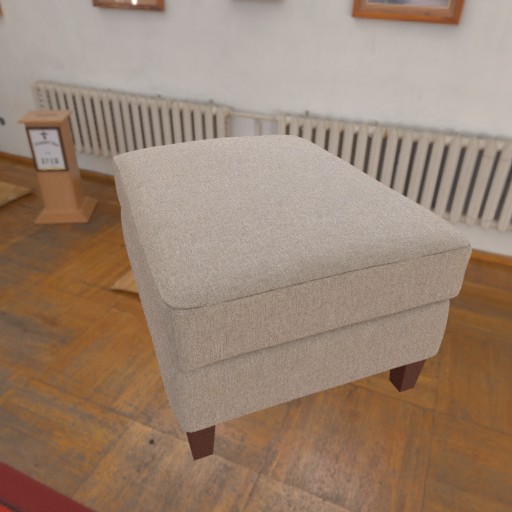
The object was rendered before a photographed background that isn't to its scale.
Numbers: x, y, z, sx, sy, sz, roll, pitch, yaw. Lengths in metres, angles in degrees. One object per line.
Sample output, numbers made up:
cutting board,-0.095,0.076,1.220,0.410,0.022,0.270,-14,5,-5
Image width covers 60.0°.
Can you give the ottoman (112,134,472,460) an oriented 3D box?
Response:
ottoman,0.000,0.000,1.277,0.677,0.519,0.898,-11,33,-18
